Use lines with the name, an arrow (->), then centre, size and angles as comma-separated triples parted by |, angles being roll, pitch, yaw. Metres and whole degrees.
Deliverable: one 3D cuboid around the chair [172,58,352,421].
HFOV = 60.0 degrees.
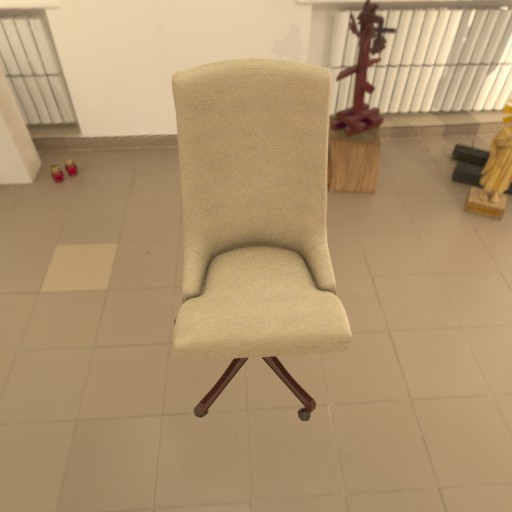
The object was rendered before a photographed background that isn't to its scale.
chair -> 0.000, 0.000, 1.441 | 0.645, 1.010, 0.696 | -3, 46, -3
